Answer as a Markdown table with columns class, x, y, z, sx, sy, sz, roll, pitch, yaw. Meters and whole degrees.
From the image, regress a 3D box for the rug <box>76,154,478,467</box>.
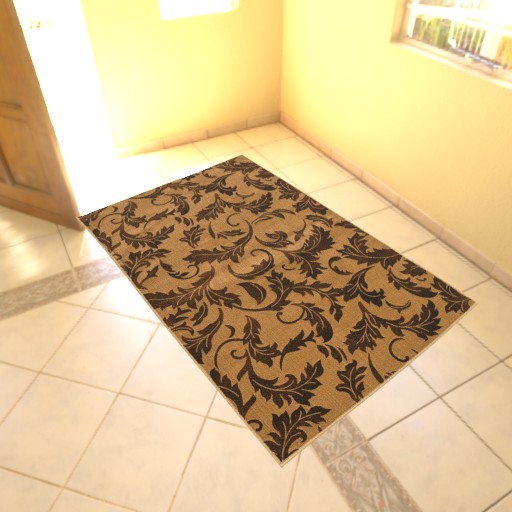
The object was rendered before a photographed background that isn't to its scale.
| class | x | y | z | sx | sy | sz | roll | pitch | yaw |
| --- | --- | --- | --- | --- | --- | --- | --- | --- | --- |
| rug | 0.000 | 0.000 | 2.889 | 1.522 | 0.008 | 2.284 | -28 | 48 | -28 |
